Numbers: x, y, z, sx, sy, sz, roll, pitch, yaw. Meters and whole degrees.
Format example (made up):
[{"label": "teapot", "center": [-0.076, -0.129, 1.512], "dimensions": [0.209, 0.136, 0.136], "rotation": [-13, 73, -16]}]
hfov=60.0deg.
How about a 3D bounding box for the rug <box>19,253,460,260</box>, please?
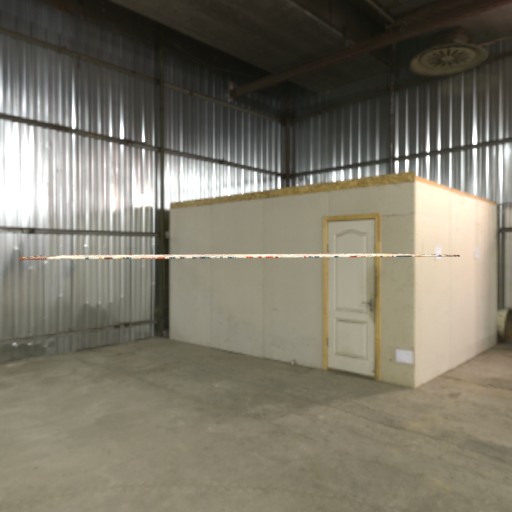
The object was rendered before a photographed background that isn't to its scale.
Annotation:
[{"label": "rug", "center": [0.000, 0.000, 2.936], "dimensions": [2.682, 0.015, 0.763], "rotation": [0, 1, -18]}]
